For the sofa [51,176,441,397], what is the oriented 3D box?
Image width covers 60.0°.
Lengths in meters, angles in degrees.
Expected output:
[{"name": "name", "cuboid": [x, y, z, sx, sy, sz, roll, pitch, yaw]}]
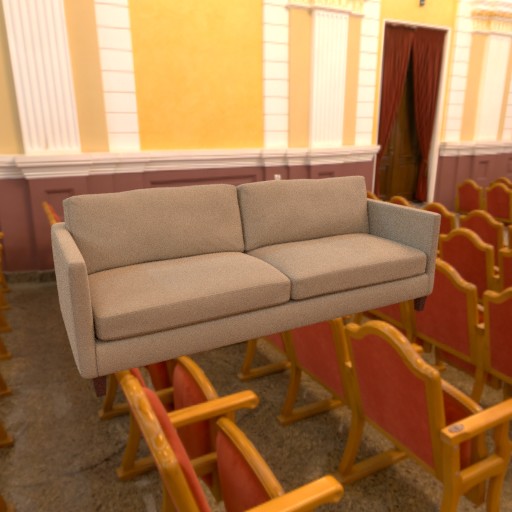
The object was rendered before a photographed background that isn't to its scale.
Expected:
[{"name": "sofa", "cuboid": [0.000, 0.000, 2.947, 2.404, 0.912, 0.988, -9, 19, -27]}]
